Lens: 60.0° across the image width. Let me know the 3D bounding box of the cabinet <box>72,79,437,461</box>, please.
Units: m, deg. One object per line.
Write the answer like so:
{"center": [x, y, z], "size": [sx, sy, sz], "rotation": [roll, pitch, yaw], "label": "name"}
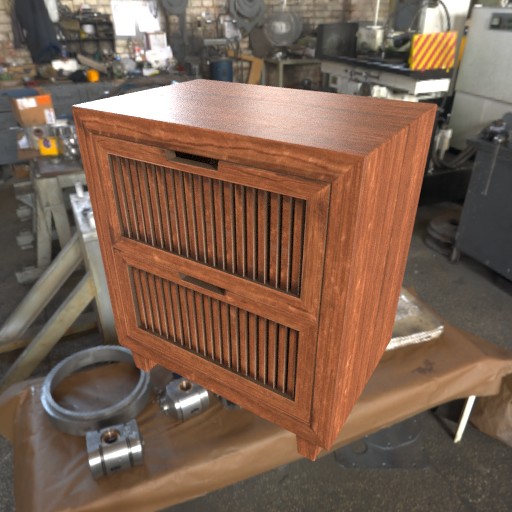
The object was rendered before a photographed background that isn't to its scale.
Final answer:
{"center": [0.000, 0.000, 1.055], "size": [0.607, 0.695, 0.410], "rotation": [18, 34, 28], "label": "cabinet"}
